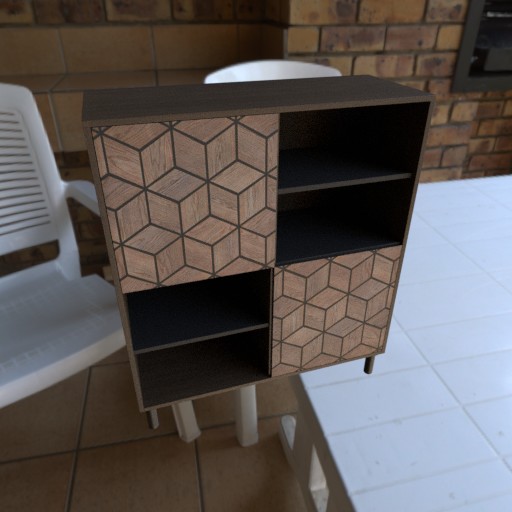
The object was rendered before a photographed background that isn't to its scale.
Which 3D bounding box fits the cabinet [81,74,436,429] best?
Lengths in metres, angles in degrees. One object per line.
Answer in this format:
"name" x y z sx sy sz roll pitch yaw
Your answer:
"cabinet" 0.000 0.000 1.662 1.010 1.170 0.400 -9 32 -15
